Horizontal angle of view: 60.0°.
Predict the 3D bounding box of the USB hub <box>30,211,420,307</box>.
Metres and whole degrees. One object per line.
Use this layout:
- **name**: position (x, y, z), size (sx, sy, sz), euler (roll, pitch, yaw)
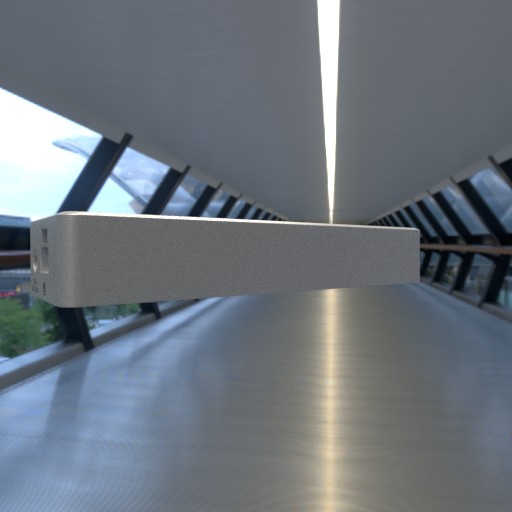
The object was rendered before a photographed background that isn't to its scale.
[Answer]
- **USB hub**: position (0.000, 0.000, 0.164), size (0.145, 0.023, 0.044), euler (-1, 1, -36)
